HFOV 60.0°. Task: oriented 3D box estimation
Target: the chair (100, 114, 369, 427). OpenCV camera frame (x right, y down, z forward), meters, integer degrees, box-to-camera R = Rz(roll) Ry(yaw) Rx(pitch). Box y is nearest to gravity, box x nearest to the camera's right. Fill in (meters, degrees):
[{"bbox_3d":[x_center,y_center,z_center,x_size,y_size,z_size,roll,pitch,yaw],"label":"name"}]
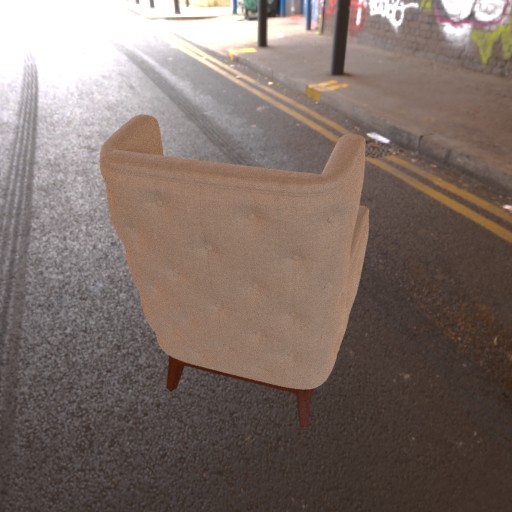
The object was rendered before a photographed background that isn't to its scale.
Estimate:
[{"bbox_3d":[0.000,0.000,1.684,0.778,1.079,0.899,10,34,15],"label":"chair"}]
